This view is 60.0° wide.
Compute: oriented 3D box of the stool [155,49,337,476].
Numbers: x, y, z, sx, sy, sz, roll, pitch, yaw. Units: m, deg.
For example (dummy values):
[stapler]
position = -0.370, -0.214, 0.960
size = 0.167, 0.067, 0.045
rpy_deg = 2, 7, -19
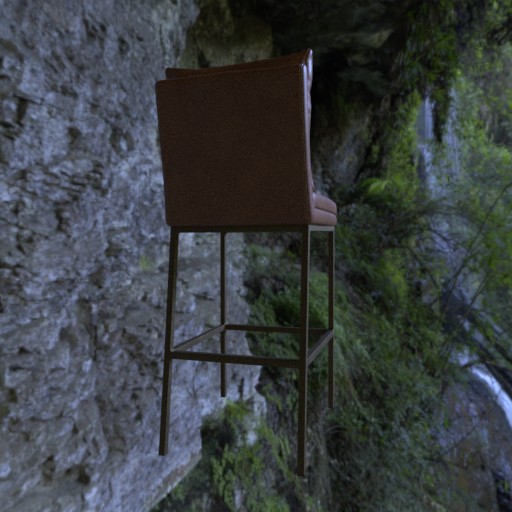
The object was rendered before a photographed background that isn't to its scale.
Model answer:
[stool]
position = 0.000, 0.000, 1.446
size = 0.463, 1.124, 0.571
rpy_deg = 0, 1, 17
